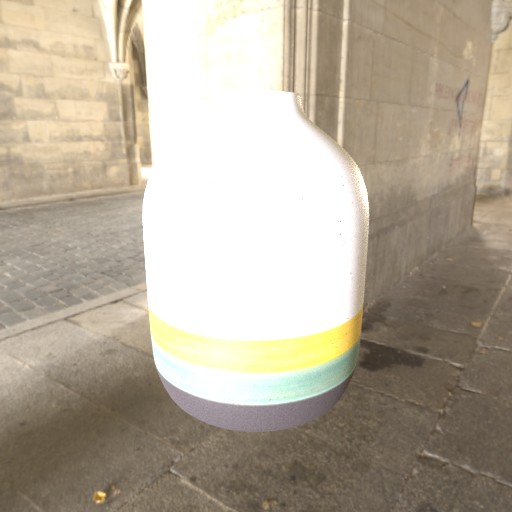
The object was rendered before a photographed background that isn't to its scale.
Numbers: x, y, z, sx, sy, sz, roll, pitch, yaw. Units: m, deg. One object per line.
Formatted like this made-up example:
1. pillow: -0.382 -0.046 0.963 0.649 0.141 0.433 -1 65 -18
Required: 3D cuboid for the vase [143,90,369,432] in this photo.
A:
1. vase: 0.000 0.000 0.349 0.169 0.240 0.169 0 16 0
